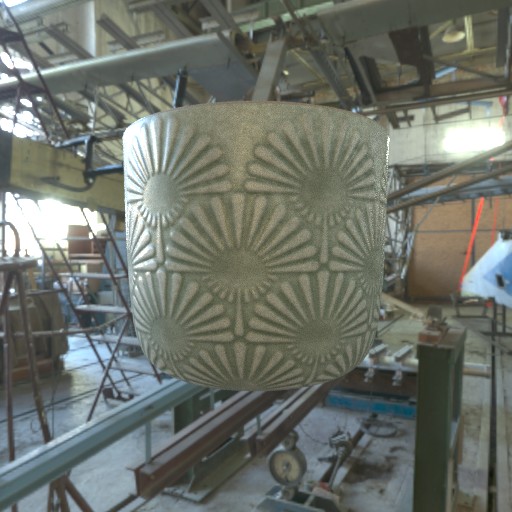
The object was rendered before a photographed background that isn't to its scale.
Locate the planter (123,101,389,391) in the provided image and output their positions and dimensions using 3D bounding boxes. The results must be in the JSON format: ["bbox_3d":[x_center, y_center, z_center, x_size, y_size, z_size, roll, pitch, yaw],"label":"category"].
[{"bbox_3d":[0.000,0.000,0.215,0.124,0.109,0.124,0,0,0],"label":"planter"}]
